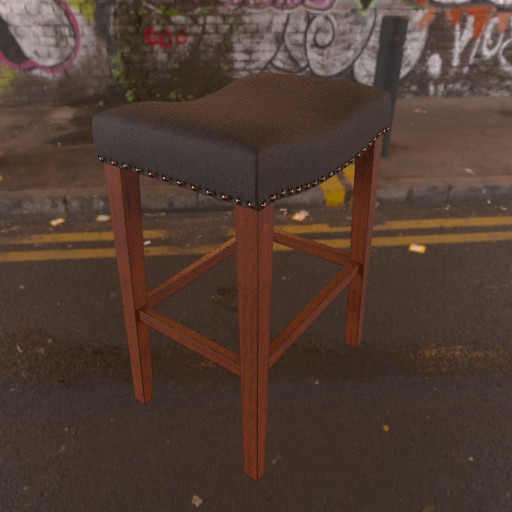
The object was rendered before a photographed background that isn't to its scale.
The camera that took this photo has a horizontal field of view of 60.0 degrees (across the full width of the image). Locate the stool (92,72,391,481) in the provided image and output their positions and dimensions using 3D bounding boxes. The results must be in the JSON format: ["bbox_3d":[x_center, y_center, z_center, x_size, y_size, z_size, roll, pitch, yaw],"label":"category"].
[{"bbox_3d":[0.000,0.000,0.859,0.320,0.612,0.439,21,37,30],"label":"stool"}]
